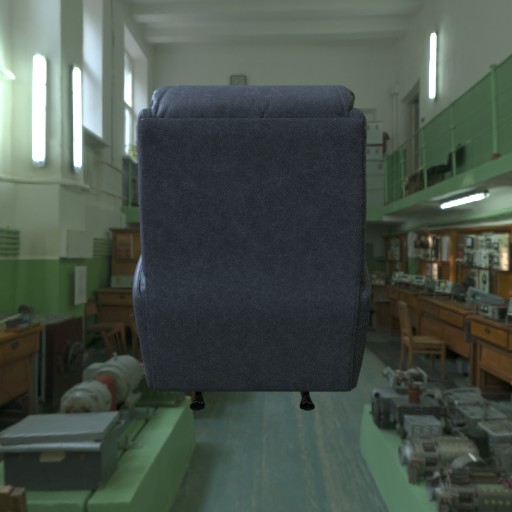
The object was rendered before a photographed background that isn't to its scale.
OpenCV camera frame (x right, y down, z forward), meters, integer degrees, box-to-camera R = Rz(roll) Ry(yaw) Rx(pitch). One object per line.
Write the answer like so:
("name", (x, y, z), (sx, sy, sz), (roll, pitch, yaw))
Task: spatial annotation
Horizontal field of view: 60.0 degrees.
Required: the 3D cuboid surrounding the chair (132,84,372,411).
("chair", (0.000, 0.000, 1.802), (0.865, 1.067, 1.067), (0, 1, 0))
